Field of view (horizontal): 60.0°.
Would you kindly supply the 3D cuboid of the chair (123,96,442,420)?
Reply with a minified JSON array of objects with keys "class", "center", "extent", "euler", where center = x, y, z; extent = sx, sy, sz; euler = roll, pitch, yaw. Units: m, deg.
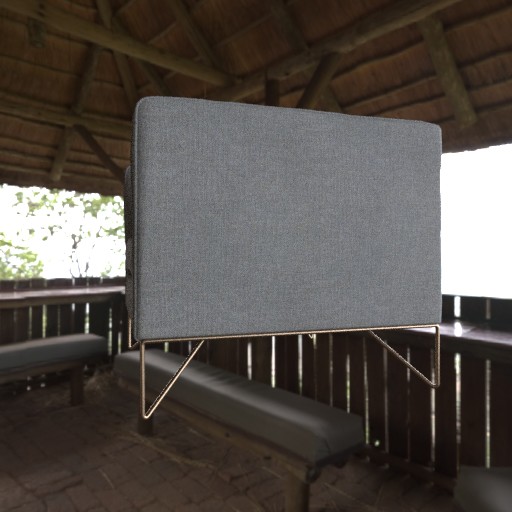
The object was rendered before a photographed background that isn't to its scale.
[{"class":"chair","center":[0.000,0.000,1.616],"extent":[0.912,0.799,0.920],"euler":[0,0,-18]}]
